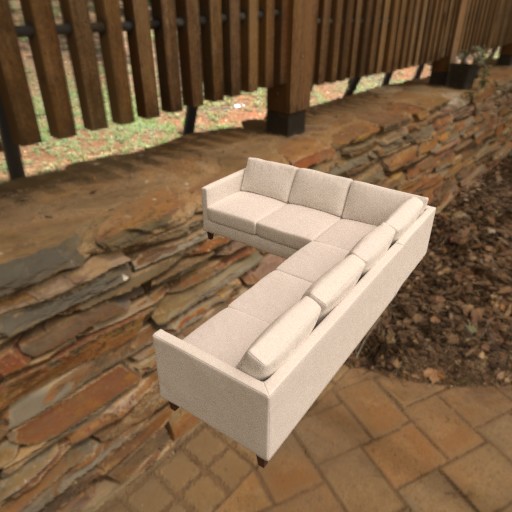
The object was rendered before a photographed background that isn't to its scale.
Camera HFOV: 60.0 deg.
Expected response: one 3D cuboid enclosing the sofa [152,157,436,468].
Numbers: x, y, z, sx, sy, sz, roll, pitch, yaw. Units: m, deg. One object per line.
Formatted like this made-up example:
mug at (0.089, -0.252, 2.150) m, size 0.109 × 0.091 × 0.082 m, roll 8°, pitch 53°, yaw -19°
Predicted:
sofa at (0.000, 0.000, 4.262) m, size 2.432 × 0.863 × 3.182 m, roll 19°, pitch 35°, yaw 30°
